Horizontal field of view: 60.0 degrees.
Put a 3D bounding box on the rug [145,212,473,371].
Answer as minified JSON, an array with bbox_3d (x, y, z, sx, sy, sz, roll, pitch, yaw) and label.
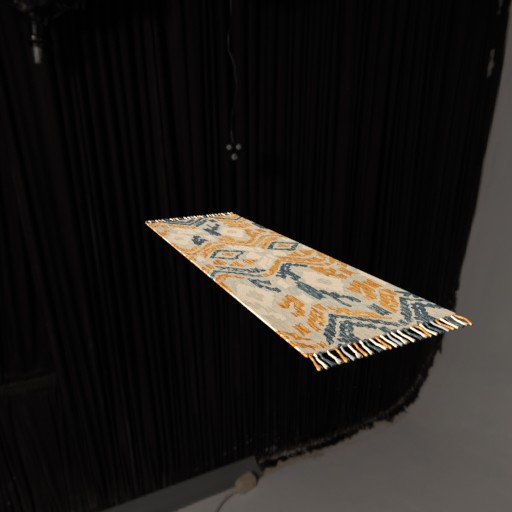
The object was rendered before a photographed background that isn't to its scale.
[{"bbox_3d":[0.000,0.000,2.669,0.783,0.010,2.437,-9,20,-26],"label":"rug"}]
